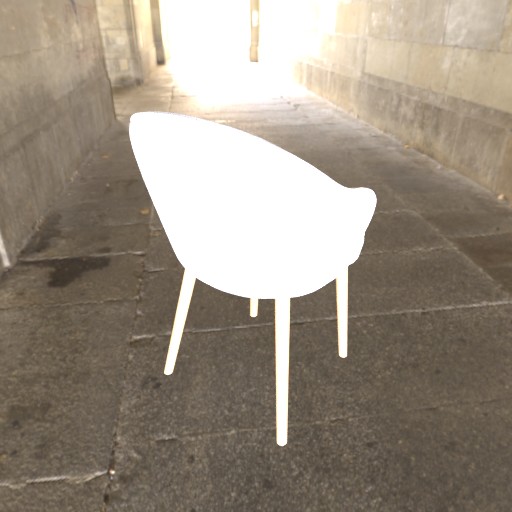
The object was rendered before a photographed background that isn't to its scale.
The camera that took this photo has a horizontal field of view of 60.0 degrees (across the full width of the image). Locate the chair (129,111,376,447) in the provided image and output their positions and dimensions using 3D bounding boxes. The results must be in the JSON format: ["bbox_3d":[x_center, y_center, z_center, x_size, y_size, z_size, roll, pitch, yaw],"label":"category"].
[{"bbox_3d":[0.000,0.000,1.168,0.540,0.800,0.530,20,34,32],"label":"chair"}]
